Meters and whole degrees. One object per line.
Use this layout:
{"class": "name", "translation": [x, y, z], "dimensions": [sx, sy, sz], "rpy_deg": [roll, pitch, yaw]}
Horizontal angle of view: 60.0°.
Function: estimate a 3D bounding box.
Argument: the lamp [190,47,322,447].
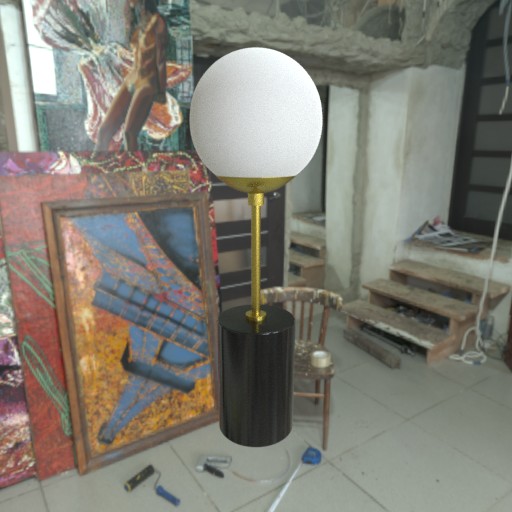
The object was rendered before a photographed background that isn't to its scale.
{"class": "lamp", "translation": [0.000, 0.000, 0.557], "dimensions": [0.153, 0.480, 0.153], "rpy_deg": [0, 14, 0]}
